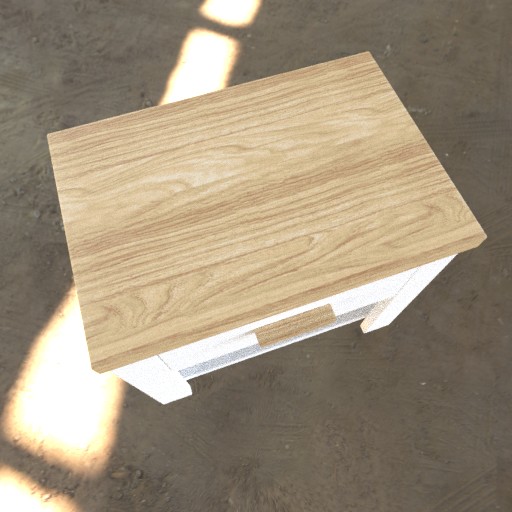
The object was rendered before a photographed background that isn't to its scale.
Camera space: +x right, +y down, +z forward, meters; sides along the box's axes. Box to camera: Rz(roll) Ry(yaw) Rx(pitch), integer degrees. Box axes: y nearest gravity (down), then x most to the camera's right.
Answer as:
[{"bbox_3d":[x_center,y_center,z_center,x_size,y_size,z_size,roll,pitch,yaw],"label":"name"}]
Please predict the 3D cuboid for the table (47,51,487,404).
[{"bbox_3d":[0.000,0.000,0.786,0.500,0.440,0.360,-18,66,-8],"label":"table"}]
